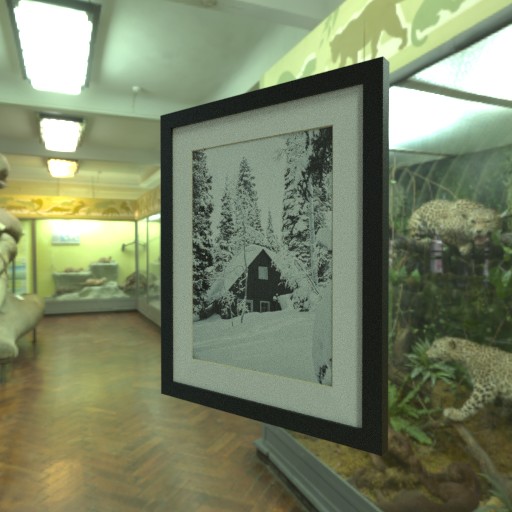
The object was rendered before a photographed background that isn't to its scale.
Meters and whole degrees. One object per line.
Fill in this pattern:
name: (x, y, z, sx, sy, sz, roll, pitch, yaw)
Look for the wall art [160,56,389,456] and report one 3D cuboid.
wall art: (0.000, 0.000, 0.543, 0.325, 0.397, 0.018, 1, 1, 36)
